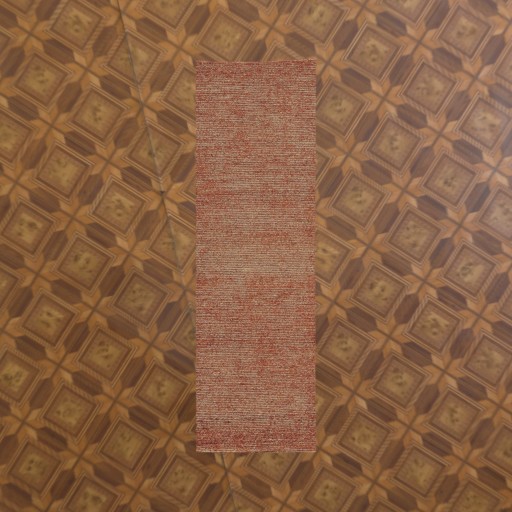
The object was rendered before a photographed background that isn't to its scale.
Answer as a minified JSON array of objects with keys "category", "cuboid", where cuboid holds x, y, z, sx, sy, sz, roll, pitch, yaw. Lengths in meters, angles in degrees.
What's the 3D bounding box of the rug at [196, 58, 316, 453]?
[{"category":"rug","cuboid":[0.000,0.000,2.641,0.718,0.013,2.353,0,90,0]}]
